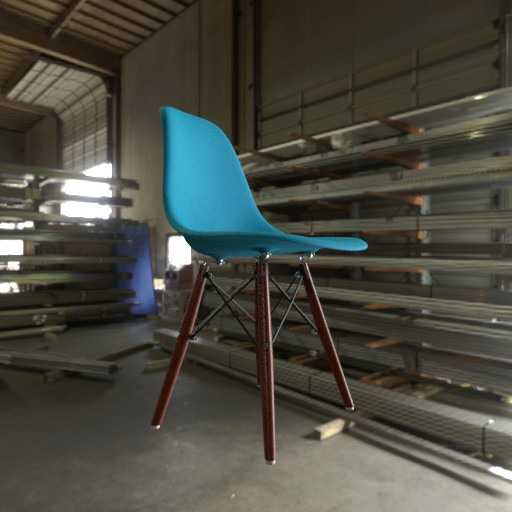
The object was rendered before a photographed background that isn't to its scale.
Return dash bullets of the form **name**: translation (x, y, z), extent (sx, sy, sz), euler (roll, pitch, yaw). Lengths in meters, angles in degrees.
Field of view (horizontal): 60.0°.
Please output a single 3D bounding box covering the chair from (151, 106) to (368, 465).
- **chair**: translation (0.000, 0.000, 1.141), extent (0.533, 0.826, 0.470), euler (0, 1, 36)
